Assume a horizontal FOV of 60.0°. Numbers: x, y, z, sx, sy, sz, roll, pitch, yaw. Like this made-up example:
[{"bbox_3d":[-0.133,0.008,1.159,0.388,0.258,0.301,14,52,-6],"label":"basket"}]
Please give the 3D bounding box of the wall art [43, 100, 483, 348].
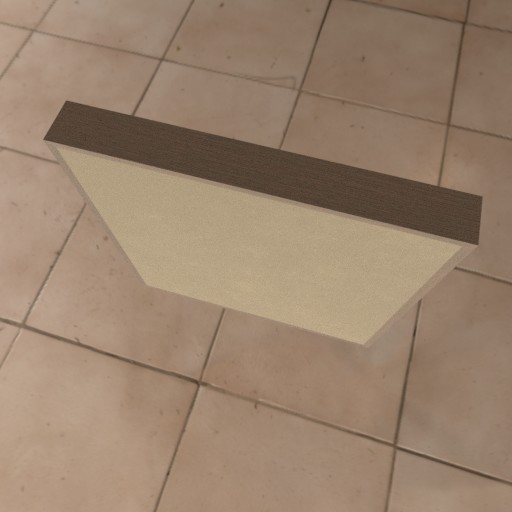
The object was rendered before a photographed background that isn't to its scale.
[{"bbox_3d":[0.000,0.000,0.444,0.304,0.303,0.038,15,67,6],"label":"wall art"}]
